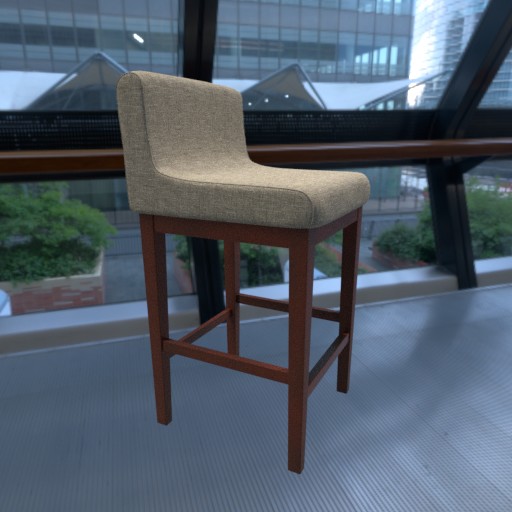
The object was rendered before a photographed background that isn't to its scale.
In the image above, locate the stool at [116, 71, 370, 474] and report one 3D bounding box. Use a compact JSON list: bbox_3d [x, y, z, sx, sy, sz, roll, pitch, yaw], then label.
[{"bbox_3d":[0.000,0.000,1.093,0.459,0.835,0.417,8,17,26],"label":"stool"}]
